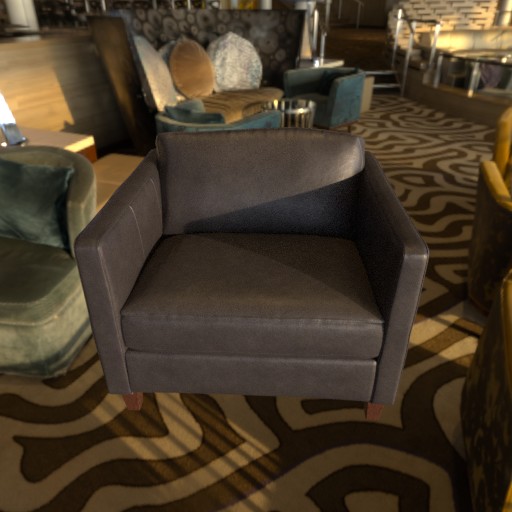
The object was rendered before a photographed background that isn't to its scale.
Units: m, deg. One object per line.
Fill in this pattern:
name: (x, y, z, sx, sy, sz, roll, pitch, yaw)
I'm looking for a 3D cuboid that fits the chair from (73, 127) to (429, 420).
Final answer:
chair: (0.000, 0.000, 1.615, 0.939, 0.811, 0.862, 1, 30, 2)
